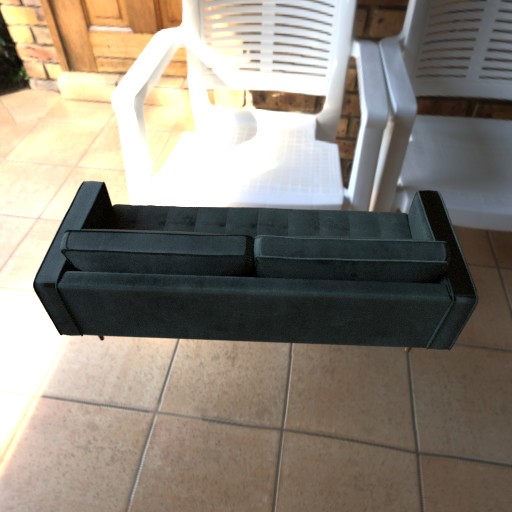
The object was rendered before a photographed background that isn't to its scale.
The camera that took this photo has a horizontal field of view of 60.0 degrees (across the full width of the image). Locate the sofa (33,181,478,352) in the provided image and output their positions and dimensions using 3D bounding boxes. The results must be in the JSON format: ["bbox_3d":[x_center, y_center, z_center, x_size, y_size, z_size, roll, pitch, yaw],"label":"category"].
[{"bbox_3d":[0.000,0.000,2.577,2.214,0.781,0.886,2,47,2],"label":"sofa"}]
